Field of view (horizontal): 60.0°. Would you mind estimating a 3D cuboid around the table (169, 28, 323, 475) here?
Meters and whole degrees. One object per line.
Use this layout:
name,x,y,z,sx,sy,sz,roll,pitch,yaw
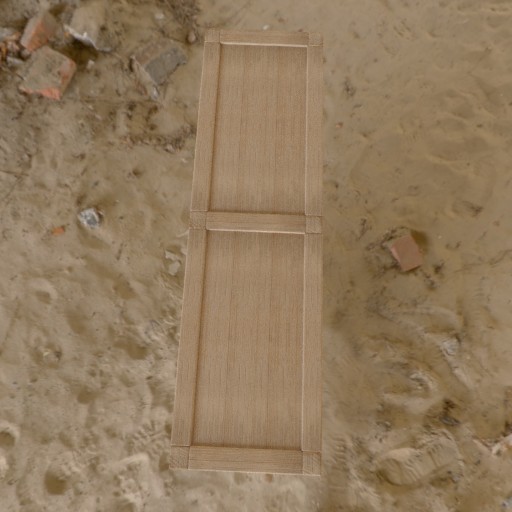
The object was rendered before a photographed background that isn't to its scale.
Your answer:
table,0.000,0.000,1.631,0.381,0.762,1.320,2,75,1
